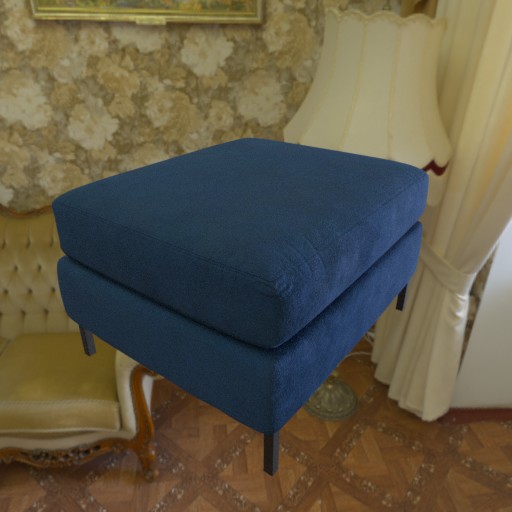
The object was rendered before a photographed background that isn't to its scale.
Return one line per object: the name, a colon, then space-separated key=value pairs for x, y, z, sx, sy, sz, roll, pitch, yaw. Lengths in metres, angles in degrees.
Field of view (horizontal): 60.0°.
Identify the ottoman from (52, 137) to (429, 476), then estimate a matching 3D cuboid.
ottoman: x=0.000 y=0.000 z=1.180 sx=0.655 sy=0.485 sz=0.794 roll=19 pitch=33 yaw=32
